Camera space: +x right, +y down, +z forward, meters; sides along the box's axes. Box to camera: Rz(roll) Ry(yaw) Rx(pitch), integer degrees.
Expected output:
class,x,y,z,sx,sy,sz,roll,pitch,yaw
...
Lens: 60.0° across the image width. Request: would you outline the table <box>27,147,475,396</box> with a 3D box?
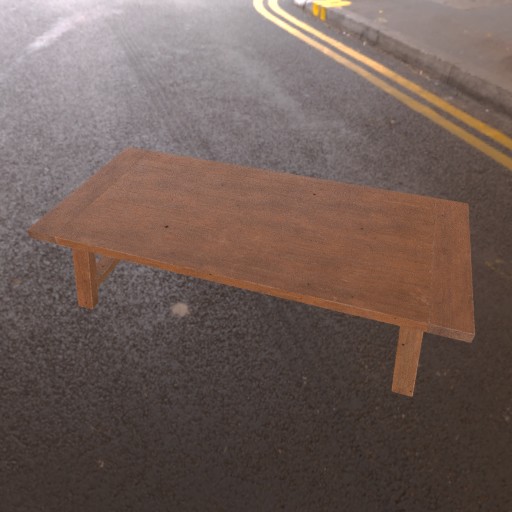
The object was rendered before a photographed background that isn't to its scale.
class,x,y,z,sx,sy,sz,roll,pitch,yaw
table,0.000,0.000,2.128,1.800,0.465,0.820,12,42,14
